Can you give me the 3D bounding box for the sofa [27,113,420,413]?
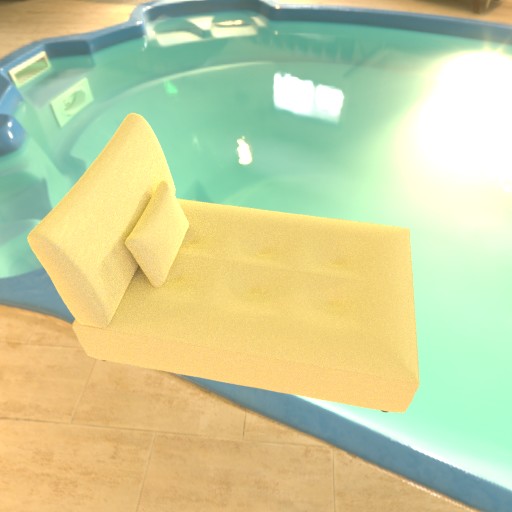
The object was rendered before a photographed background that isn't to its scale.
[{"bbox_3d":[0.000,0.000,1.999,1.450,0.820,0.930,8,46,8],"label":"sofa"}]
